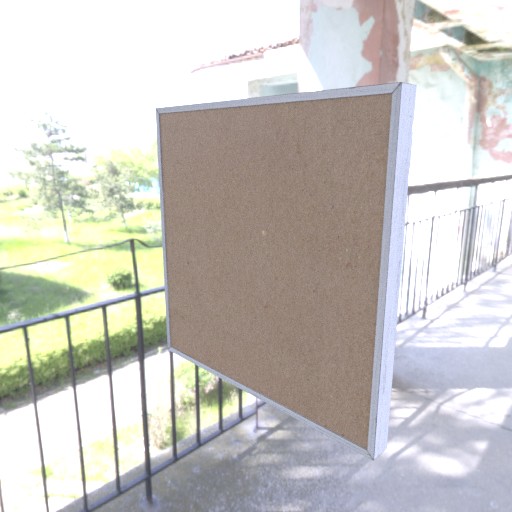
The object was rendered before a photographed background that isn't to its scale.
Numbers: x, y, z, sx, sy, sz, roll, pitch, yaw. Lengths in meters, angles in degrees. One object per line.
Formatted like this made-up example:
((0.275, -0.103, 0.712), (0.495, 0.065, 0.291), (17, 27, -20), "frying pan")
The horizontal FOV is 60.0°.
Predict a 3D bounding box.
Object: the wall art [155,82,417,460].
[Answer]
((0.000, 0.000, 0.758), (0.508, 0.508, 0.038), (13, 19, 43), "wall art")
